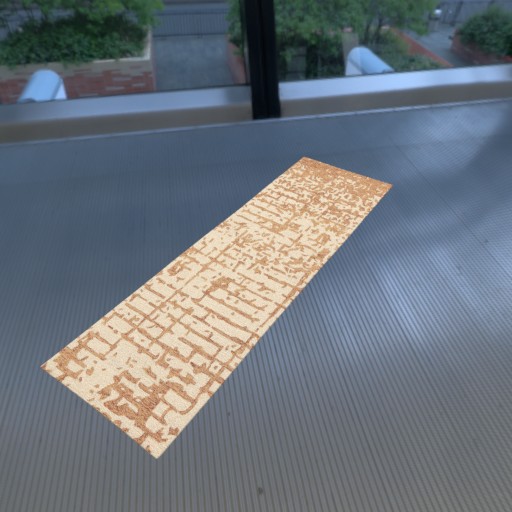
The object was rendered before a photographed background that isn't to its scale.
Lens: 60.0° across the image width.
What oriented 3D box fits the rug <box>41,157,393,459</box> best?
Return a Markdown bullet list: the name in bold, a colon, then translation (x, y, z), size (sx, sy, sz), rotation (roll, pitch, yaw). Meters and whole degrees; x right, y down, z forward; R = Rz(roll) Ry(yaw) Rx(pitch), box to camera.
- **rug**: translation (0.000, 0.000, 2.649), size (0.750, 0.011, 2.435), rotation (24, 47, 25)
